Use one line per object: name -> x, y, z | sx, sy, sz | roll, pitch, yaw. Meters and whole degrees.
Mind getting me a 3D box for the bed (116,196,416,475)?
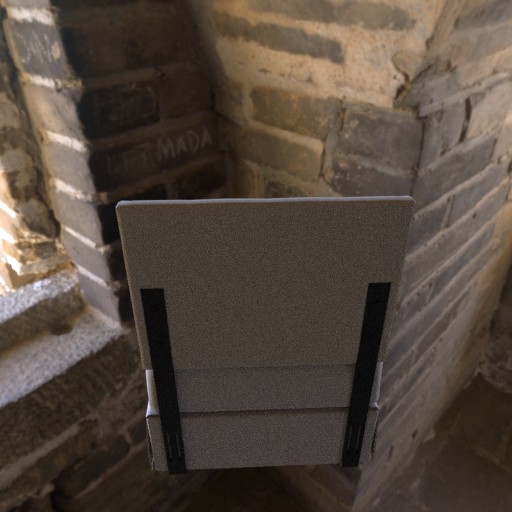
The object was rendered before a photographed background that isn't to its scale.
bed -> 0.000, 0.000, 2.885 | 1.261, 1.571, 1.997 | -1, 30, -2
